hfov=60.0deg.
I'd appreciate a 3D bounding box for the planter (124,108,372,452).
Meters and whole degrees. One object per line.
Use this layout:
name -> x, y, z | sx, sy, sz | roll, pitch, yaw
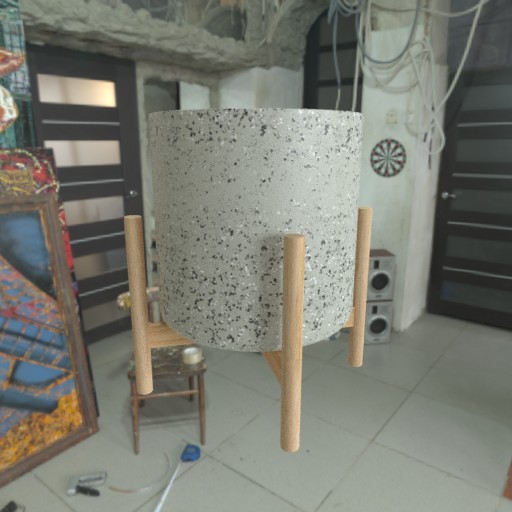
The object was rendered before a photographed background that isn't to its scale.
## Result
planter -> 0.000, 0.000, 0.694 | 0.360, 0.419, 0.360 | 2, 15, 8
